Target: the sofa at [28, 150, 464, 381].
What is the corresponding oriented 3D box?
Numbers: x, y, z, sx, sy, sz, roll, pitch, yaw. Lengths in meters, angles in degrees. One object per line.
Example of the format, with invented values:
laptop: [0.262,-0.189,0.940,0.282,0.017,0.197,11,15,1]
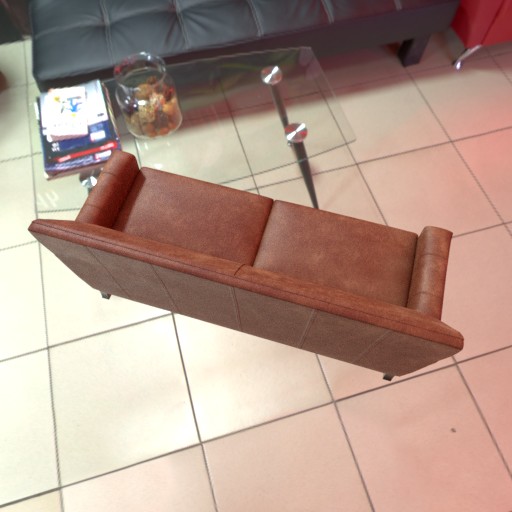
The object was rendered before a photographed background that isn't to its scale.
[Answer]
sofa: [0.000,0.000,2.547,2.053,0.947,0.805,15,64,7]
